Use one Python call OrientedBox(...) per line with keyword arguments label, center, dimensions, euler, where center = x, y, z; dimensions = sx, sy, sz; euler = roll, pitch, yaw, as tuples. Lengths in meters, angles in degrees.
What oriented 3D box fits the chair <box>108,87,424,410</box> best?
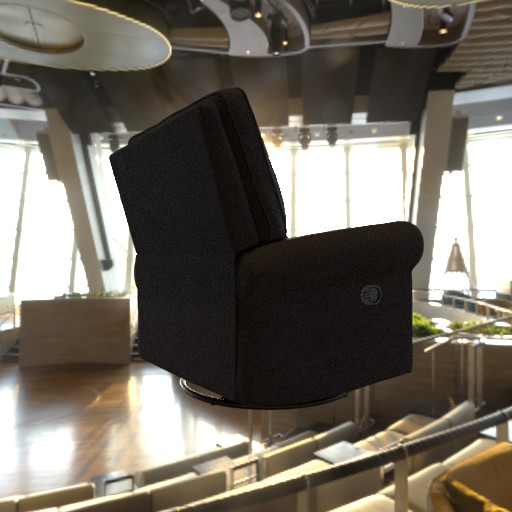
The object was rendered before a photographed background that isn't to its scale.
OrientedBox(label="chair", center=(0.000, 0.000, 1.657), dimensions=(0.878, 0.961, 0.890), euler=(0, -1, -37))
